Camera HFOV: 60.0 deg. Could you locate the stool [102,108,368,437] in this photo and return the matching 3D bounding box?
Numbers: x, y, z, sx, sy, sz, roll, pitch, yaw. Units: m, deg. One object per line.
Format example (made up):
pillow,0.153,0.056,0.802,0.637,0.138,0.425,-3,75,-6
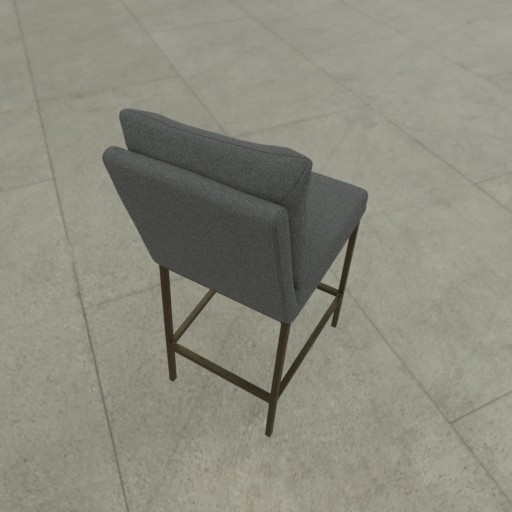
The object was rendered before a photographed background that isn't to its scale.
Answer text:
stool,0.000,0.000,1.332,0.463,1.030,0.569,23,50,21
